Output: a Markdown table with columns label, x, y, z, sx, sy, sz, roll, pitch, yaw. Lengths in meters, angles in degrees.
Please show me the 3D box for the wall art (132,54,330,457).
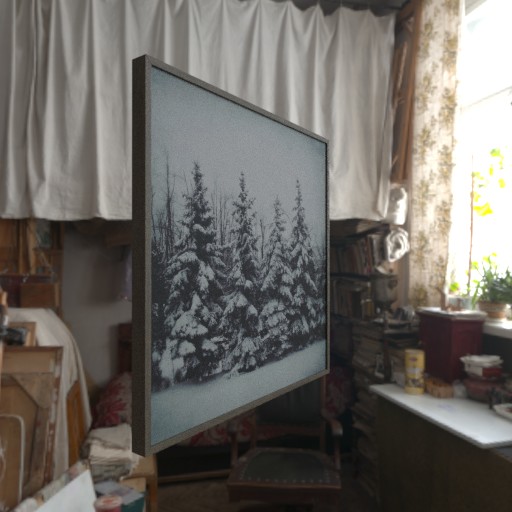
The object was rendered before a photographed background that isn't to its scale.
| label | x | y | z | sx | sy | sz | roll | pitch | yaw |
| --- | --- | --- | --- | --- | --- | --- | --- | --- | --- |
| wall art | 0.000 | 0.000 | 1.149 | 0.039 | 0.758 | 0.758 | 0 | 0 | 36 |
